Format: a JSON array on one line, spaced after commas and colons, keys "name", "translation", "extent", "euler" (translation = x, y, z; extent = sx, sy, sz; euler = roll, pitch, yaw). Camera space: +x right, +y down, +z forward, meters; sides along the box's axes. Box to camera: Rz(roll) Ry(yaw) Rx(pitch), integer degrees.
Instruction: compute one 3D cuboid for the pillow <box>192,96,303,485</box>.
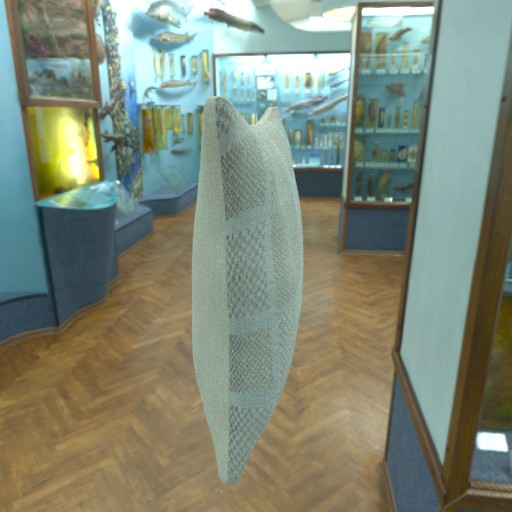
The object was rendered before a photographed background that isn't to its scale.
[{"name": "pillow", "translation": [0.000, 0.000, 0.661], "extent": [0.138, 0.432, 0.436], "euler": [3, 18, 9]}]
